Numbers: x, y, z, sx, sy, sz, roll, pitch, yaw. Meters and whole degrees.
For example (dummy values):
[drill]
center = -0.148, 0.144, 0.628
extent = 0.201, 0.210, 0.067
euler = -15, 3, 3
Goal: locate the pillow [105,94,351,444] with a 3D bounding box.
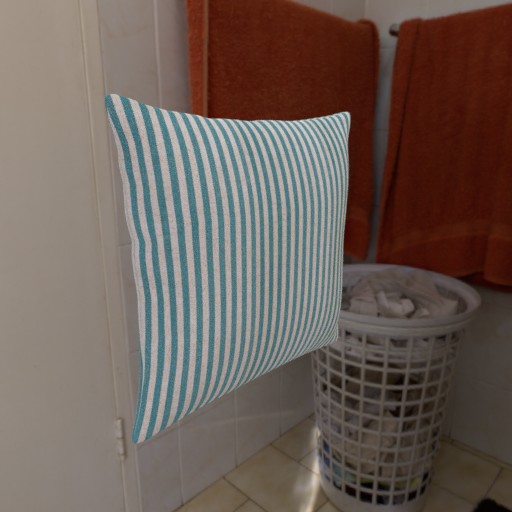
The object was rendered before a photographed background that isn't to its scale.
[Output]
[pillow]
center = 0.000, 0.000, 0.789
extent = 0.523, 0.510, 0.166
euler = -14, 20, -42
